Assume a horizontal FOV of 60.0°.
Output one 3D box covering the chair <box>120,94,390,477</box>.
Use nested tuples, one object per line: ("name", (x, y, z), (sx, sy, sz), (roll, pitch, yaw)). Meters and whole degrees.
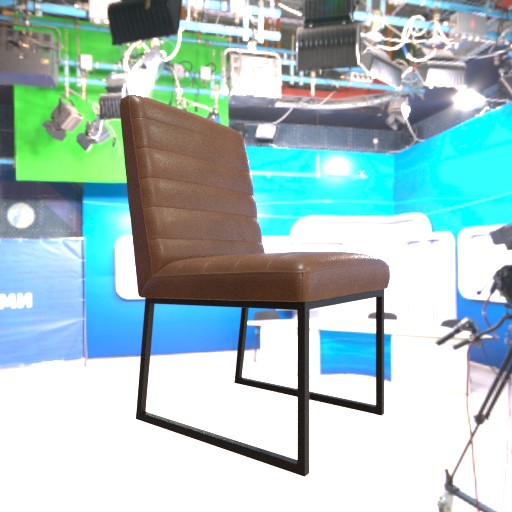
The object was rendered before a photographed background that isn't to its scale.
("chair", (0.000, 0.000, 1.294), (0.634, 0.930, 0.520), (0, 0, 36))
